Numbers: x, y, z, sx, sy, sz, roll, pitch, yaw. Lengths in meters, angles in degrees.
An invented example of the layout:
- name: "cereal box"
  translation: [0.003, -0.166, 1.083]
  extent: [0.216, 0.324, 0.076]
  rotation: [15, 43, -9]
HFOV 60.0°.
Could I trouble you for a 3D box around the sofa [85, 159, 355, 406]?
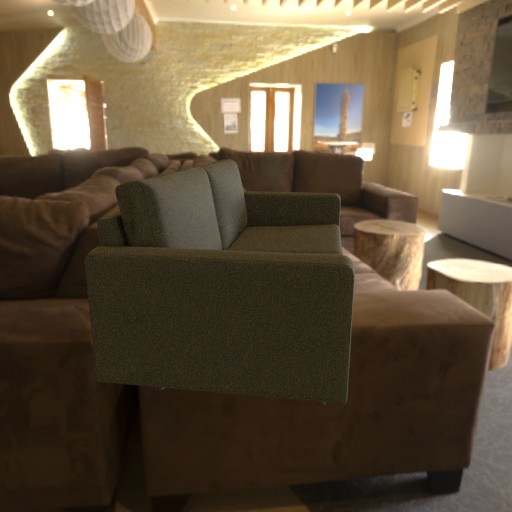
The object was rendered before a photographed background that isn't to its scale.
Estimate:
- name: "sofa"
  translation: [0.000, 0.000, 2.263]
  extent: [0.889, 0.897, 1.730]
  rotation: [2, 15, 9]
